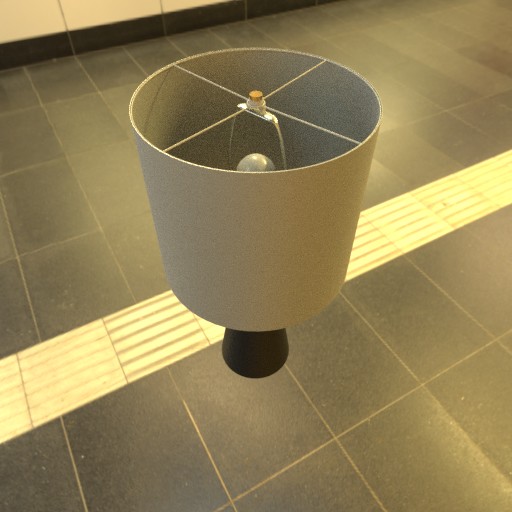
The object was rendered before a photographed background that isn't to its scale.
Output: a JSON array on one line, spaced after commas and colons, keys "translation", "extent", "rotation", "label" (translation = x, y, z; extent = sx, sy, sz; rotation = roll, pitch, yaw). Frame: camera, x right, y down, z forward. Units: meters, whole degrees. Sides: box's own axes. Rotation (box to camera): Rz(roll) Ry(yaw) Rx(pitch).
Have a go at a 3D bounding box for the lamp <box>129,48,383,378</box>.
[{"translation": [0.000, 0.000, 0.755], "extent": [0.308, 0.580, 0.308], "rotation": [32, 55, 27], "label": "lamp"}]
